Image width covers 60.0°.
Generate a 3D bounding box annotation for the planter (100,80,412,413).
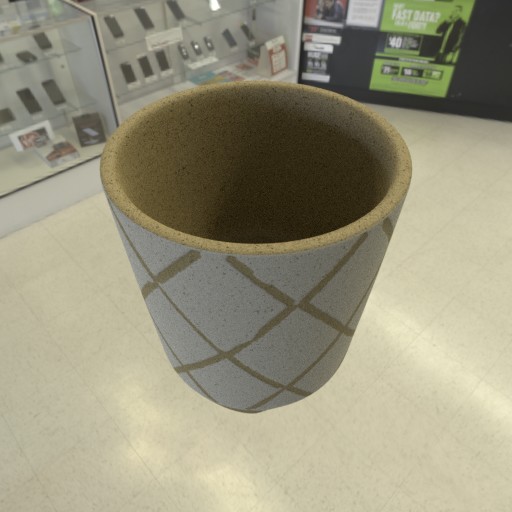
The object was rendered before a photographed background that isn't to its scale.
[{"bbox_3d":[0.000,0.000,0.414,0.228,0.235,0.228,0,46,0],"label":"planter"}]
